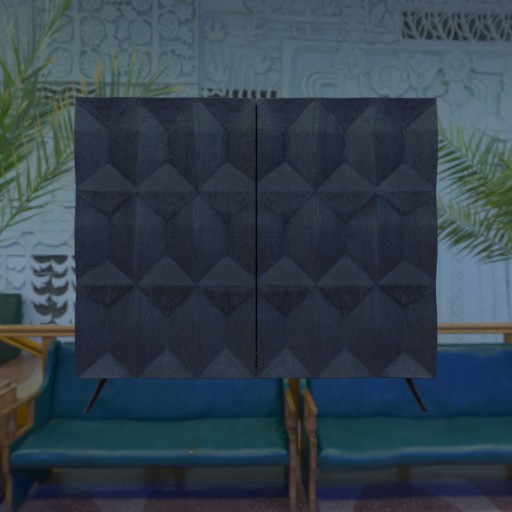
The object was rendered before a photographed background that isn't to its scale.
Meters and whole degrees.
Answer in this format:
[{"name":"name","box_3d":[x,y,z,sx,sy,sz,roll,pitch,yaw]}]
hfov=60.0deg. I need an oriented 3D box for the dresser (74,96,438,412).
[{"name":"dresser","box_3d":[0.000,0.000,1.391,0.967,0.847,0.446,0,0,0]}]
